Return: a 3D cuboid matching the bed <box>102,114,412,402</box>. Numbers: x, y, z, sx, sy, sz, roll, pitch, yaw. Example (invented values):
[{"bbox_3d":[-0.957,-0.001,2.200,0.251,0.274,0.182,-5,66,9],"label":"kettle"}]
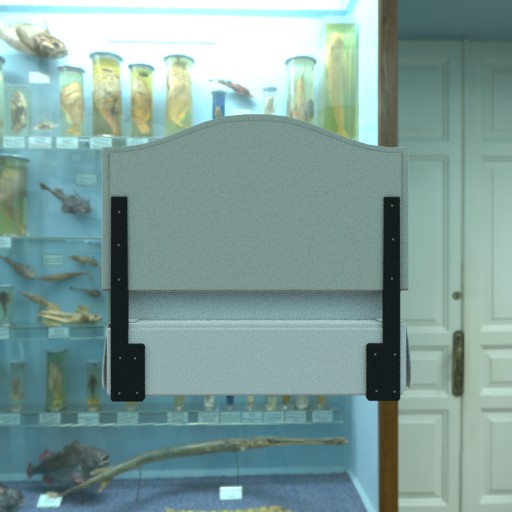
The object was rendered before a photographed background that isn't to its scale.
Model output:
[{"bbox_3d":[0.000,0.000,3.544,1.813,1.607,2.180,0,0,0],"label":"bed"}]
